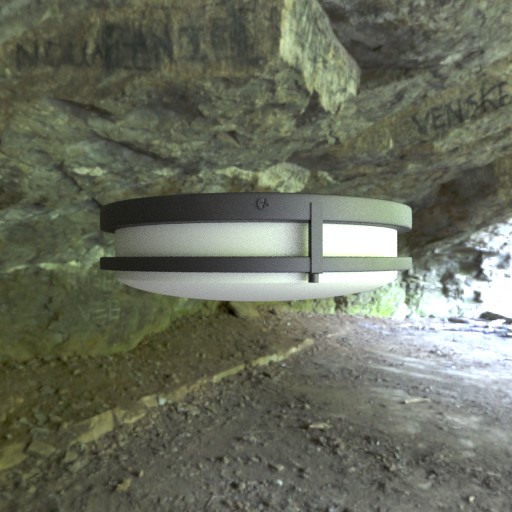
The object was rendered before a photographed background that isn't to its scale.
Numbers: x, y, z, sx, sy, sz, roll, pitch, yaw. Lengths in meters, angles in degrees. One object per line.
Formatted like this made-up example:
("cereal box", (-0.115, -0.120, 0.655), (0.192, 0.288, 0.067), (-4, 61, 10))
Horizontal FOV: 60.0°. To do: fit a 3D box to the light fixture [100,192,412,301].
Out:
("light fixture", (0.000, 0.000, 0.533), (0.356, 0.102, 0.356), (0, 0, 0))
